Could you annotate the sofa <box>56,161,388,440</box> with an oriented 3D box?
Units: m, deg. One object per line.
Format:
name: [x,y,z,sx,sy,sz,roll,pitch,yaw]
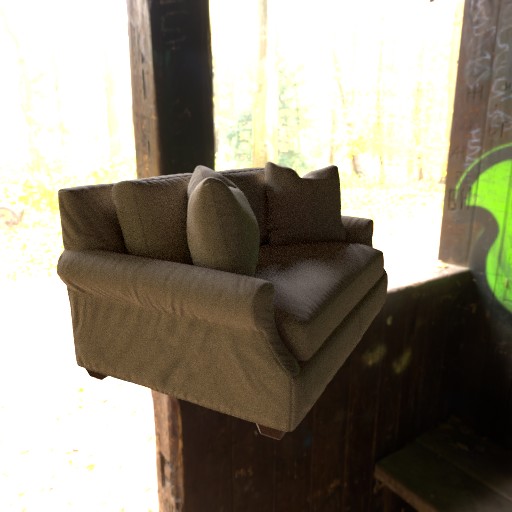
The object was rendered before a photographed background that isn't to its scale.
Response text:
sofa: [0.000,0.000,2.212,1.070,0.905,1.550,7,16,27]
